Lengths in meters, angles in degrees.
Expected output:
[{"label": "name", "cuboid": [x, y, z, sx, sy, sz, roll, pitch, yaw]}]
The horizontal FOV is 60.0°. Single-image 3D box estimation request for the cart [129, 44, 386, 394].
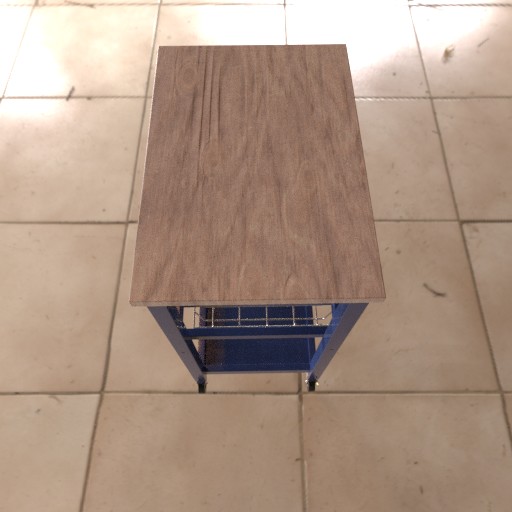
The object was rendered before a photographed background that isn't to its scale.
[{"label": "cart", "cuboid": [0.000, 0.000, 1.185, 0.403, 0.839, 0.584, -1, 64, 0]}]
